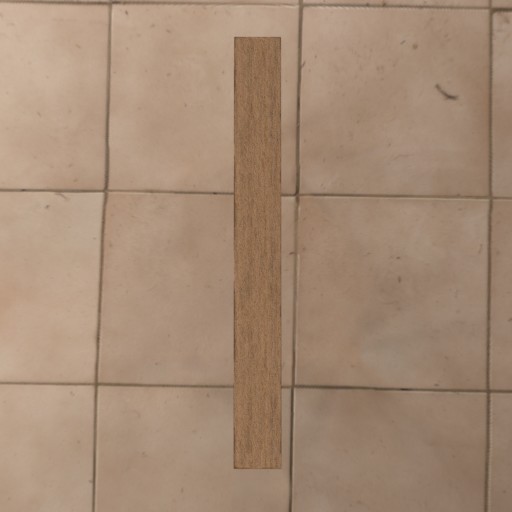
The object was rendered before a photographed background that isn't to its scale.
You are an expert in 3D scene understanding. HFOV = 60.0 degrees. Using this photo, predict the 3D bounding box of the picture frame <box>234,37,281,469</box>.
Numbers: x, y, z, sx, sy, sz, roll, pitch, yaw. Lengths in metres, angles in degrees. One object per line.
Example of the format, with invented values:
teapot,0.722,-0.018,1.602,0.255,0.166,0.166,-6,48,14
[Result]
picture frame,0.000,0.000,0.695,0.046,0.526,0.421,0,89,0
